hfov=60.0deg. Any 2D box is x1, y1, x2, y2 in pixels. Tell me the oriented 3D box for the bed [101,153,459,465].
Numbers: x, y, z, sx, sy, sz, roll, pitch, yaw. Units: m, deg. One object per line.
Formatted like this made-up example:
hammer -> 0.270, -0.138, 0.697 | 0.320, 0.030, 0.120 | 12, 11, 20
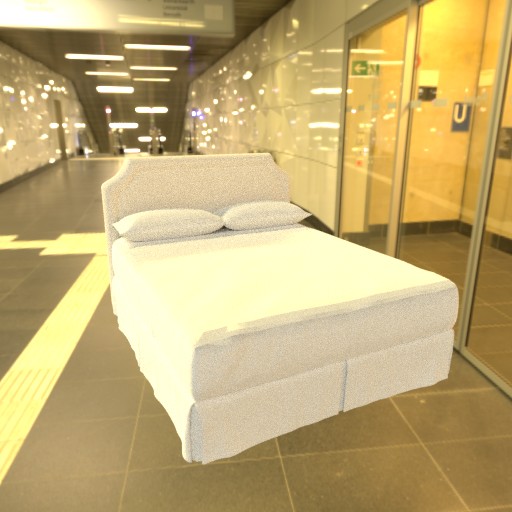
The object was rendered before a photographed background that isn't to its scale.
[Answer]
bed -> 0.000, 0.000, 3.752 | 2.134, 1.524, 2.548 | -8, 19, -26
